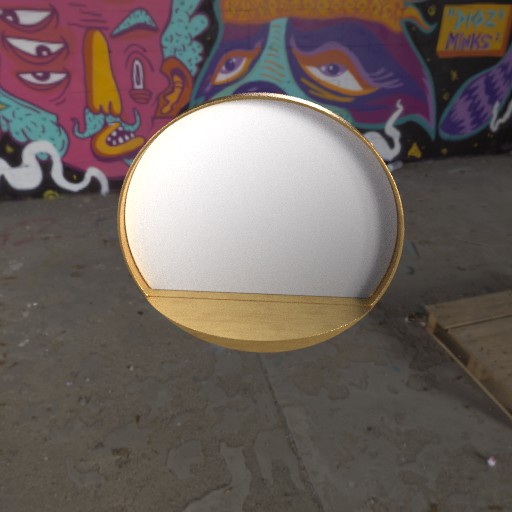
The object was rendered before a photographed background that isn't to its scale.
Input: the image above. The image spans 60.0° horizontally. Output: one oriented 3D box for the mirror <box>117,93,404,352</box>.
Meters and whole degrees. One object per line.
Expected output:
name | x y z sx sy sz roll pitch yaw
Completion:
mirror | 0.000 0.000 0.682 0.457 0.457 0.133 2 30 4
